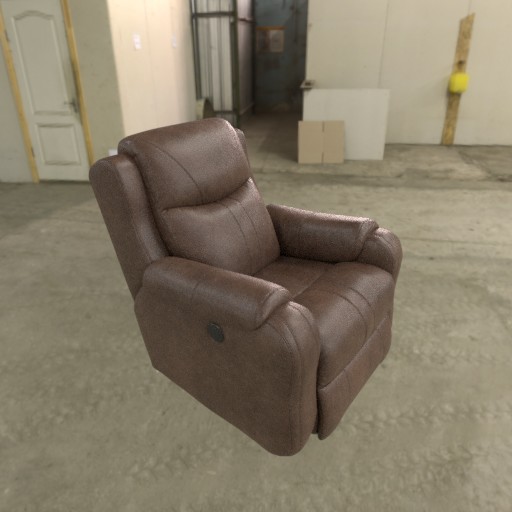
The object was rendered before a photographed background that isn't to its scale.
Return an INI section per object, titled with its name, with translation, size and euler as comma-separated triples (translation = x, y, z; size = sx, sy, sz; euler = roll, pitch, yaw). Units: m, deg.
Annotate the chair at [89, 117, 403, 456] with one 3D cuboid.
[chair]
translation = 0.000, 0.000, 1.841
size = 1.067, 0.990, 0.940
euler = 18, 32, 32
